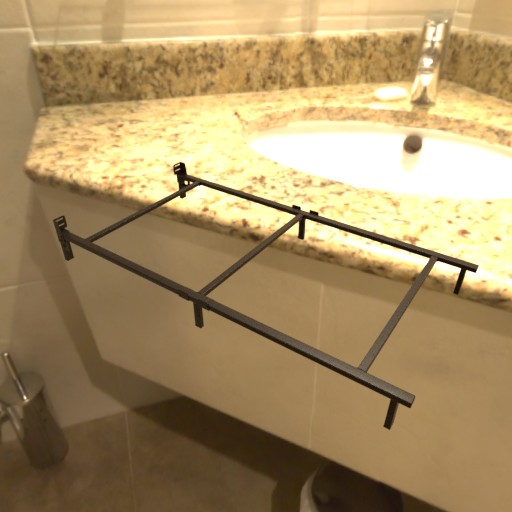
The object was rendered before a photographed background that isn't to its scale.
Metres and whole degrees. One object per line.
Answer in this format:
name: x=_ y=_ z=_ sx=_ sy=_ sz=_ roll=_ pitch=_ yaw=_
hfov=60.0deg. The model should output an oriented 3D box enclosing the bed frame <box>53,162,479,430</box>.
bed frame: x=0.000 y=0.000 z=2.241 sx=1.897 sy=0.248 sz=0.968 roll=21 pitch=39 yaw=28
